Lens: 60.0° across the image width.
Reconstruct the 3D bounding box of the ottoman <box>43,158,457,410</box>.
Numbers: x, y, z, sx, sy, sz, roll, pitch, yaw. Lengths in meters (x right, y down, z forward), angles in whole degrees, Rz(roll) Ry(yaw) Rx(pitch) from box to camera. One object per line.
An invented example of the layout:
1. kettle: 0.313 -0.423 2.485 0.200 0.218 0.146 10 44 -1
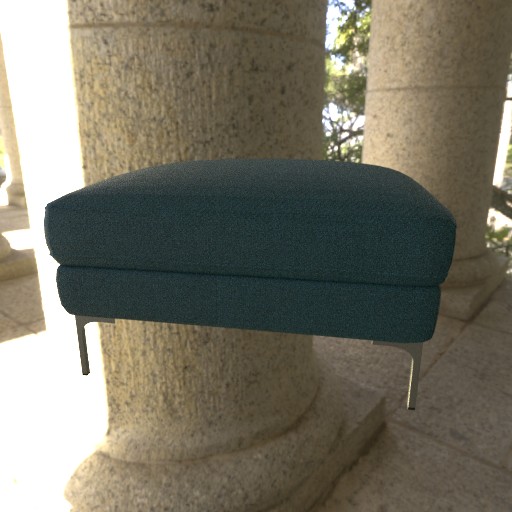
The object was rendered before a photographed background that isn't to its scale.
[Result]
1. ottoman: 0.000 0.000 1.173 0.856 0.498 0.563 3 17 10
